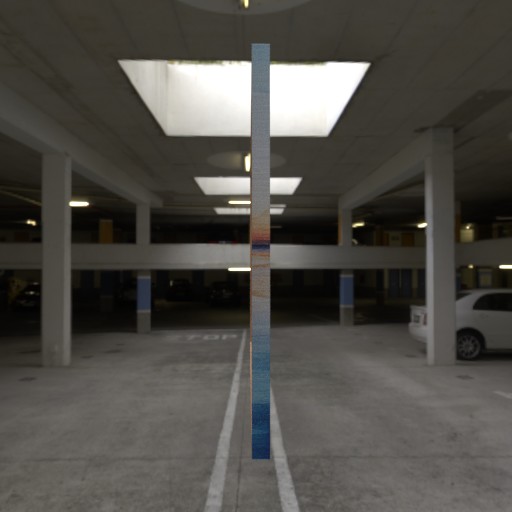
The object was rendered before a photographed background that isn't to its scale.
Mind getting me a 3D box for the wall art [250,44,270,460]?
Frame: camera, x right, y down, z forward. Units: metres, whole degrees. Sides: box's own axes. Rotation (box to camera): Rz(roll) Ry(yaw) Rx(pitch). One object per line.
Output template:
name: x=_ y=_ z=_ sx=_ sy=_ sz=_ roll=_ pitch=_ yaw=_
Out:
wall art: x=0.000 y=0.000 z=0.729 sx=0.018 sy=0.402 sz=0.604 roll=0 pitch=-1 yaw=-1
